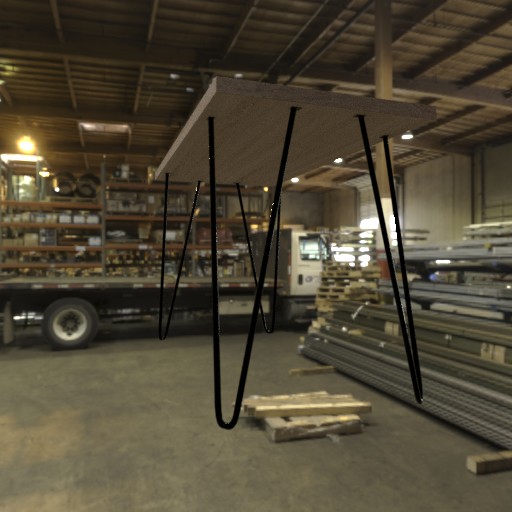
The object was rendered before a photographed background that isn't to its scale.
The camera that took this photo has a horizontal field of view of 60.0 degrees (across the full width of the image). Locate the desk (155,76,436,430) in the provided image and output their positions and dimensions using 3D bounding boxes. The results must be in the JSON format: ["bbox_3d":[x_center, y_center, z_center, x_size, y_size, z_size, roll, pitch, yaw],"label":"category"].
[{"bbox_3d":[0.000,0.000,1.365,0.499,0.660,0.991,0,0,-19],"label":"desk"}]
